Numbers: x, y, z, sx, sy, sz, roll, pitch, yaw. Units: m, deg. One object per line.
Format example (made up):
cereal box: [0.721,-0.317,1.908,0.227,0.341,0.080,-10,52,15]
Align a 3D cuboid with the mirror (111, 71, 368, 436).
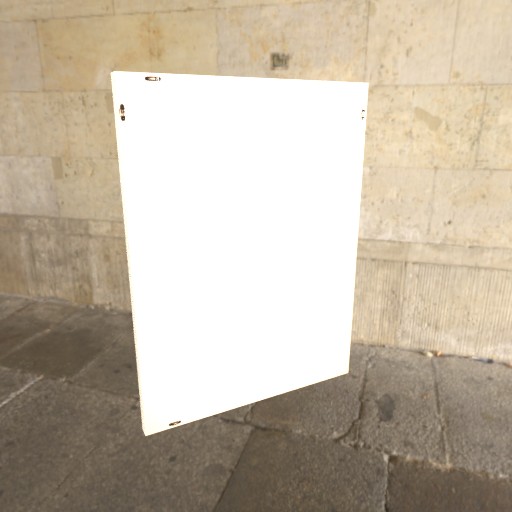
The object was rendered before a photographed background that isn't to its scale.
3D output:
mirror: [0.000,0.000,1.361,0.762,1.016,0.040,-9,19,-26]
